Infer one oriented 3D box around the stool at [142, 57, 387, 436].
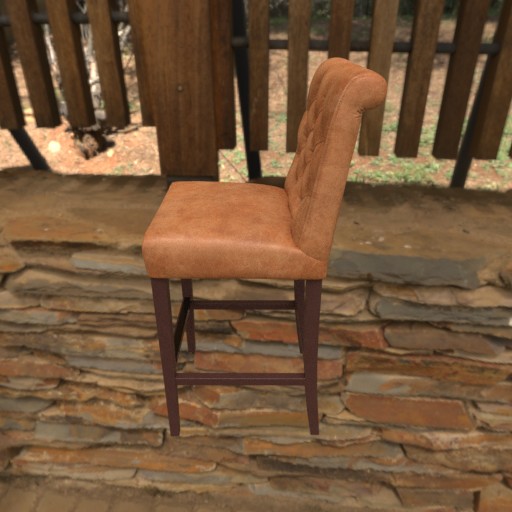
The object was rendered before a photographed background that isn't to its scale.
[{"bbox_3d":[0.000,0.000,1.422,0.601,1.140,0.493,0,28,0],"label":"stool"}]
